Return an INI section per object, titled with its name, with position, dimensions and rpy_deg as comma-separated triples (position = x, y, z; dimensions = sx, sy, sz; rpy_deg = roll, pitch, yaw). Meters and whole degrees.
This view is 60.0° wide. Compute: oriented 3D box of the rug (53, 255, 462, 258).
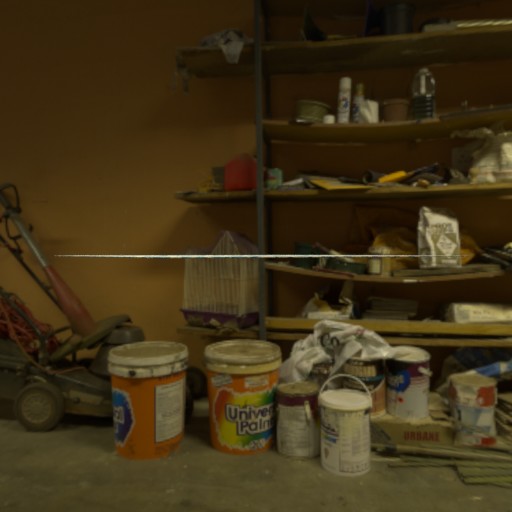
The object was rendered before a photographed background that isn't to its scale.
[rug]
position = 0.000, 0.000, 4.102
dimensions = 3.007, 0.007, 2.435
rpy_deg = 0, 0, -36
